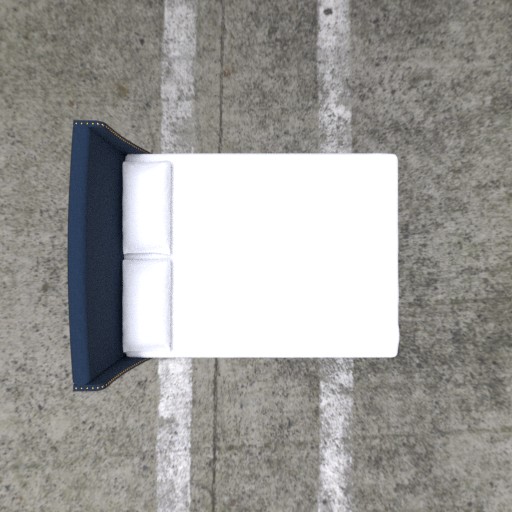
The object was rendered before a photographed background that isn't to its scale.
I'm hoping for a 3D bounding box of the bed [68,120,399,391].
[{"bbox_3d":[0.000,0.000,3.212,2.223,1.402,1.604,0,90,0],"label":"bed"}]
